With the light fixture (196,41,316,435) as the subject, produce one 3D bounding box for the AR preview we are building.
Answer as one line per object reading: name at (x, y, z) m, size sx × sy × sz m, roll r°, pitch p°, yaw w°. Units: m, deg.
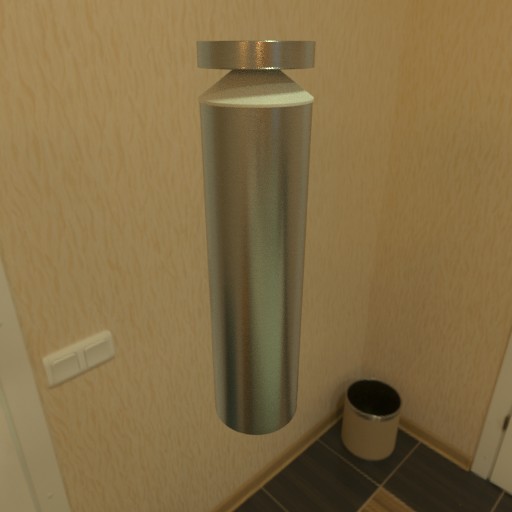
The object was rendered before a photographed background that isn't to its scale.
light fixture at (0.000, 0.000, 0.459) m, size 0.102 × 0.400 × 0.102 m, roll 8°, pitch 27°, yaw 16°
